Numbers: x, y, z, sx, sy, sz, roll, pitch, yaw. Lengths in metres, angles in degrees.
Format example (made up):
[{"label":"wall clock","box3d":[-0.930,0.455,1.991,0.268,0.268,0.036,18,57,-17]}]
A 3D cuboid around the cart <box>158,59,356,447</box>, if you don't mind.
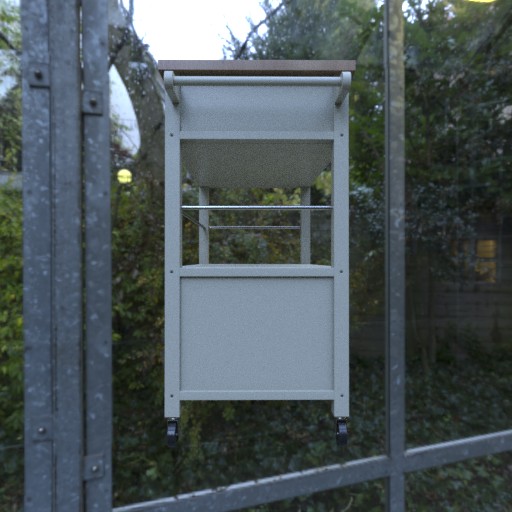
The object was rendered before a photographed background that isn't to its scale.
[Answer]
[{"label":"cart","box3d":[0.000,0.000,1.363,0.459,0.901,0.840,0,0,-1]}]
